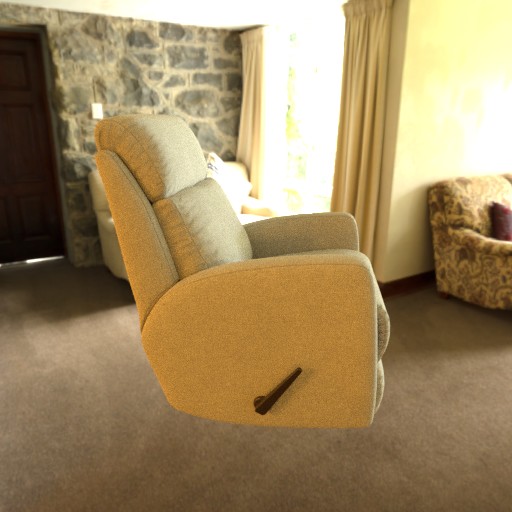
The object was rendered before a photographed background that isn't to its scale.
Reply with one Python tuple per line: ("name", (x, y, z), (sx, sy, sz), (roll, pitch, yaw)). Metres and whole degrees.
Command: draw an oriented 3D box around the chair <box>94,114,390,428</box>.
("chair", (0.000, 0.000, 1.665), (0.941, 1.015, 0.812), (2, 17, 8))
